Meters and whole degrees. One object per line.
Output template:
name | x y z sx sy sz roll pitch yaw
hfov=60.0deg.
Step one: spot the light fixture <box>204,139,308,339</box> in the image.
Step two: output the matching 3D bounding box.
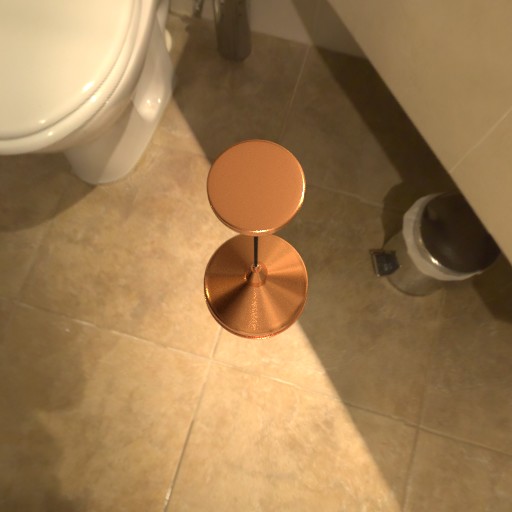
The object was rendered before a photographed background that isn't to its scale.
light fixture | 0.000 0.000 0.915 0.301 0.754 0.301 -20 77 -5
